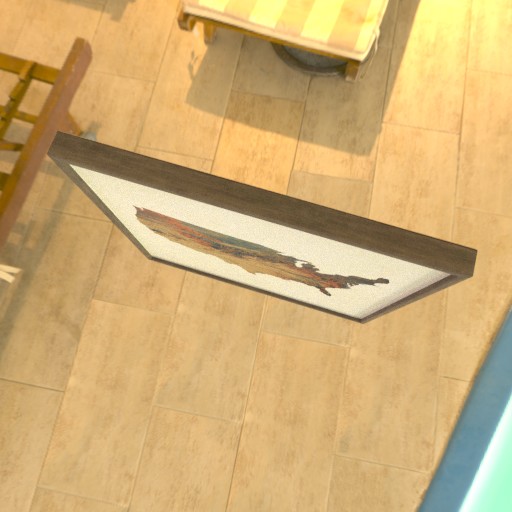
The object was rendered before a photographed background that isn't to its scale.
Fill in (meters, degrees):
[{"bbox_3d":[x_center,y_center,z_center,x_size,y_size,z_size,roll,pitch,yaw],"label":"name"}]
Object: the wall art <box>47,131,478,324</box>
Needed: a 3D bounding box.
[{"bbox_3d":[0.000,0.000,1.113,0.749,0.751,0.050,16,76,4],"label":"wall art"}]
